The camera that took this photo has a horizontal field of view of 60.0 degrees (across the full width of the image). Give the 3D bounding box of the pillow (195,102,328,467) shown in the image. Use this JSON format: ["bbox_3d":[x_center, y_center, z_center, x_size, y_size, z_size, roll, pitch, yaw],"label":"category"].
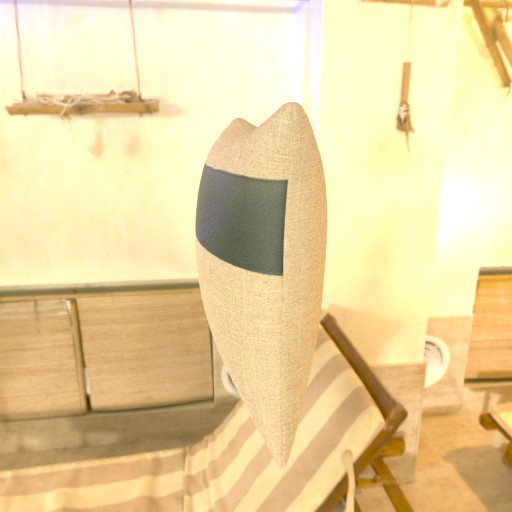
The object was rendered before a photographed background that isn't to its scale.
[{"bbox_3d":[0.000,0.000,0.645,0.173,0.399,0.414,-2,16,-9],"label":"pillow"}]
